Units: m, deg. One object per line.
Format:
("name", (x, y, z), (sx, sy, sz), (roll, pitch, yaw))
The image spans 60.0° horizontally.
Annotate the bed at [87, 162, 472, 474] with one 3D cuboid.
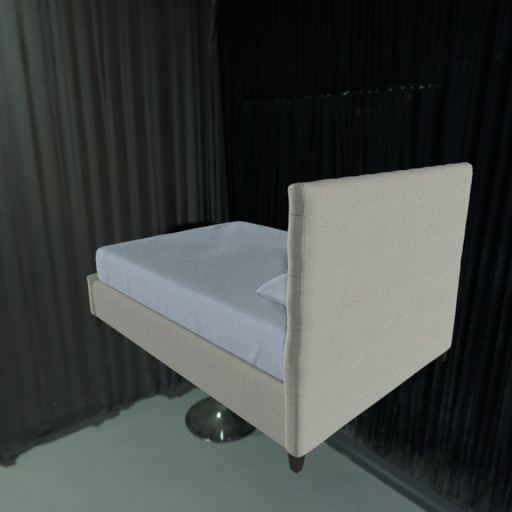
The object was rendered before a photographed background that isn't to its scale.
("bed", (0.000, 0.000, 3.347), (1.698, 1.427, 2.387), (-15, 22, -41))
